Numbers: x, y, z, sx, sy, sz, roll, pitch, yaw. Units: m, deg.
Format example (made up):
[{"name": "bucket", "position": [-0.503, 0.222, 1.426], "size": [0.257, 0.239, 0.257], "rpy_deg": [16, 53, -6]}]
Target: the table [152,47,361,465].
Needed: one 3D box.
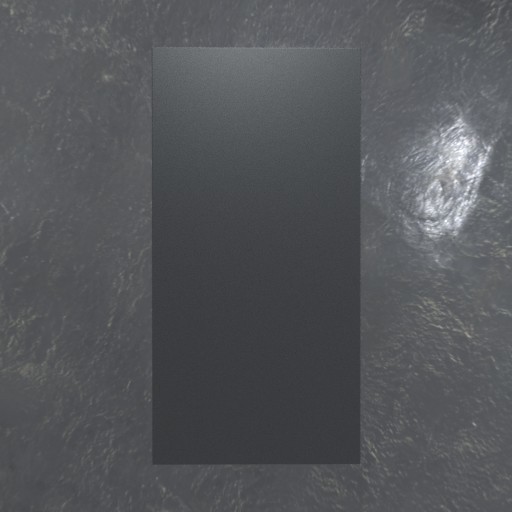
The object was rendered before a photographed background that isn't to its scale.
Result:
[{"name": "table", "position": [0.000, 0.000, 1.343], "size": [0.523, 0.470, 1.044], "rpy_deg": [0, 90, 0]}]
